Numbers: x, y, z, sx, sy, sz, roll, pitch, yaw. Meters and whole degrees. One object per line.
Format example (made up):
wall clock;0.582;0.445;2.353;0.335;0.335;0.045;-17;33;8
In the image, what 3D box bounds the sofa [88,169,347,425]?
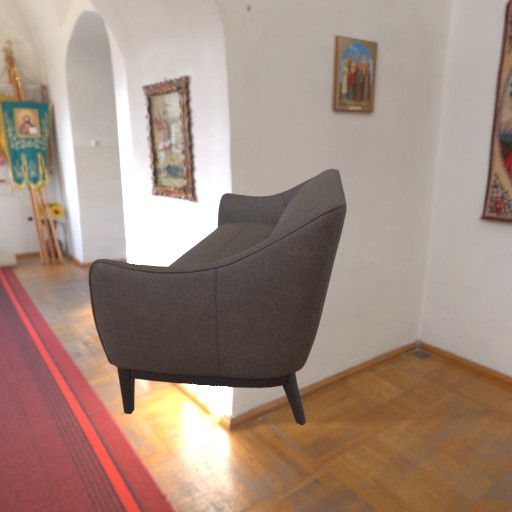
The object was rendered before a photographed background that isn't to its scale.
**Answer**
sofa;0.000;0.000;2.366;0.869;0.831;1.928;2;15;9
